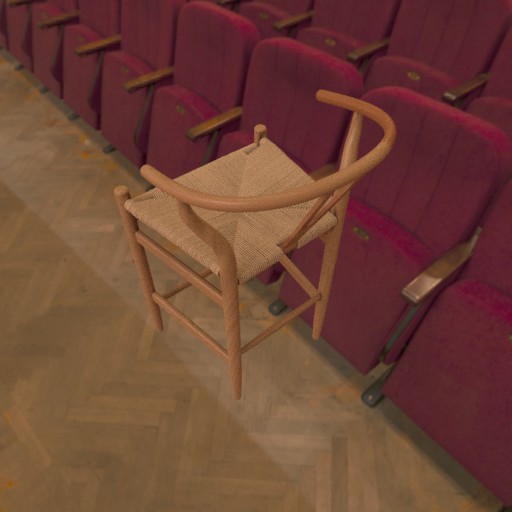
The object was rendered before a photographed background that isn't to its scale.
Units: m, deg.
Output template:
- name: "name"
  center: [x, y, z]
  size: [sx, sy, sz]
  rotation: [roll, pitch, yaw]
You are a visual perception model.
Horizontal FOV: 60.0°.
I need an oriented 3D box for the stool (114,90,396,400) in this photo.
- name: "stool"
  center: [0.000, 0.000, 1.279]
  size: [0.536, 0.923, 0.575]
  rotation: [-31, 54, -26]
